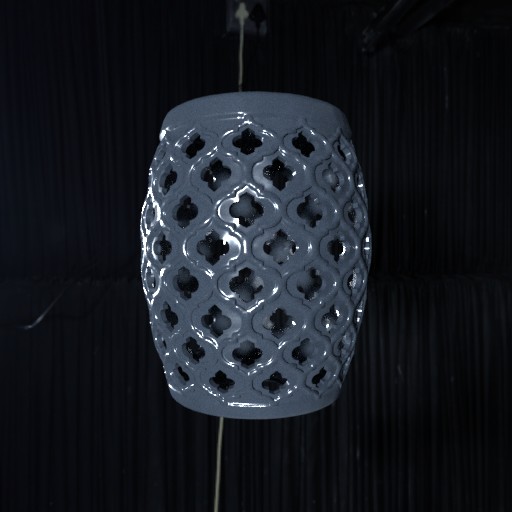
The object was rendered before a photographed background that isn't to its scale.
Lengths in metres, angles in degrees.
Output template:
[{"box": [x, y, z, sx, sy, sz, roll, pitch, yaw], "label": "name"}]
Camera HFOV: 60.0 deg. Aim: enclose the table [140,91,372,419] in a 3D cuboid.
[{"box": [0.000, 0.000, 0.644, 0.325, 0.388, 0.325, 0, 1, 0], "label": "table"}]
